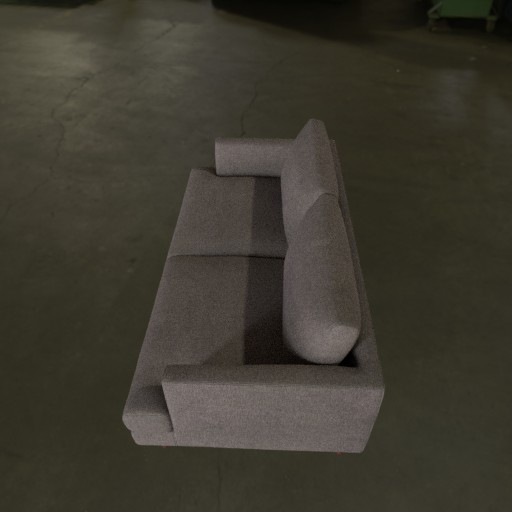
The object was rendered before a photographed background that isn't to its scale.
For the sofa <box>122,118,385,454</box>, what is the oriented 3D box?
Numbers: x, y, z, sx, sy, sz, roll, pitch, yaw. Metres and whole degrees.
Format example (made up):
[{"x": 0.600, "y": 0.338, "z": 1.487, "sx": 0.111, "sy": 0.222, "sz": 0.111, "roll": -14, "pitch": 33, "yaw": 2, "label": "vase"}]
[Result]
[{"x": 0.000, "y": 0.000, "z": 2.471, "sx": 1.020, "sy": 0.868, "sz": 1.948, "roll": 1, "pitch": 42, "yaw": 2, "label": "sofa"}]
